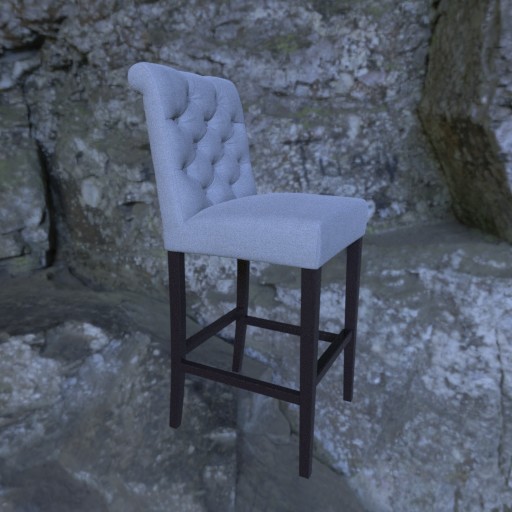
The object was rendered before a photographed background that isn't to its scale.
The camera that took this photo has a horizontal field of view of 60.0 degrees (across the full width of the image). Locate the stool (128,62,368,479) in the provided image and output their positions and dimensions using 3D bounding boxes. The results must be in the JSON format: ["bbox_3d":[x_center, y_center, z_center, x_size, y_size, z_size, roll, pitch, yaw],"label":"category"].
[{"bbox_3d":[0.000,0.000,1.431,0.601,1.140,0.493,8,17,27],"label":"stool"}]
